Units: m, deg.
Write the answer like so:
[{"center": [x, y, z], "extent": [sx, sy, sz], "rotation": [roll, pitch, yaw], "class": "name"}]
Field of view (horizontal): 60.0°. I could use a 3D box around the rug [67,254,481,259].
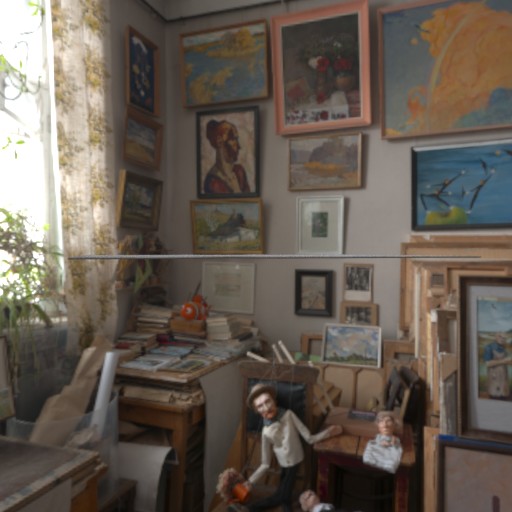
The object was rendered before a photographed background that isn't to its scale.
[{"center": [0.000, 0.000, 4.508], "extent": [3.359, 0.020, 2.448], "rotation": [0, 0, -19], "class": "rug"}]
